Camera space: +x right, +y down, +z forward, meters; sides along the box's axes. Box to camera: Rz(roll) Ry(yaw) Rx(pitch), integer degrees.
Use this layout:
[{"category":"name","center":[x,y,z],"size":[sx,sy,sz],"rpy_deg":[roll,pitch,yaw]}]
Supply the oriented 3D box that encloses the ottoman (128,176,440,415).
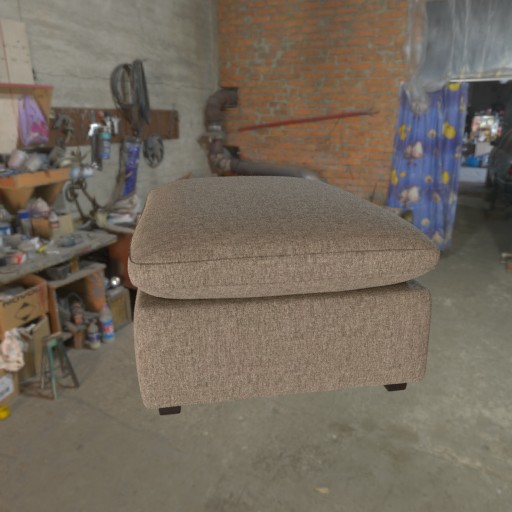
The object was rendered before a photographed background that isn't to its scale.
[{"category":"ottoman","center":[0.000,0.000,1.376],"size":[0.694,0.451,0.977],"rpy_deg":[-3,17,-9]}]
